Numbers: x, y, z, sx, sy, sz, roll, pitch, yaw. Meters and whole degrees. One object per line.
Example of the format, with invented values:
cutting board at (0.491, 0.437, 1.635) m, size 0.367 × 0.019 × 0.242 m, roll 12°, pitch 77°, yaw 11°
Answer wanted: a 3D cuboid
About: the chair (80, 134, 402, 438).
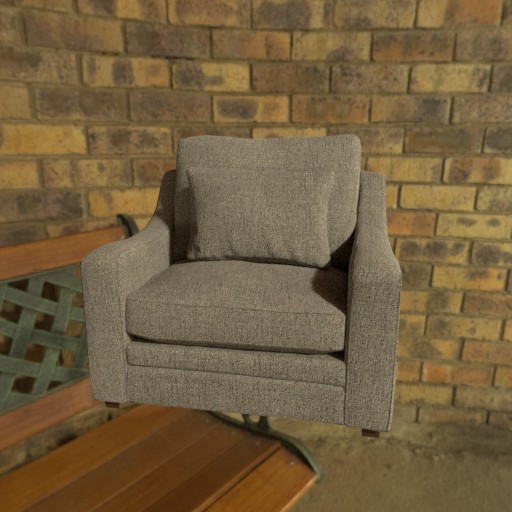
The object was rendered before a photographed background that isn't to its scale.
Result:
chair at (0.000, 0.000, 1.951) m, size 1.138 × 1.037 × 1.009 m, roll 3°, pitch 15°, yaw 10°
